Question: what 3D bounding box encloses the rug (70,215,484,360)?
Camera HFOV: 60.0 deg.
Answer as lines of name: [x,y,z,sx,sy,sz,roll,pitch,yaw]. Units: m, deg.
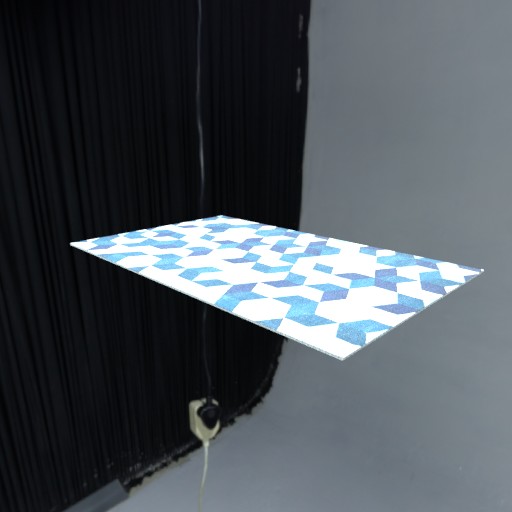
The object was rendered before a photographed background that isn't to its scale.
rug: [0.000,0.000,3.027,2.438,0.015,1.518,16,22,43]
